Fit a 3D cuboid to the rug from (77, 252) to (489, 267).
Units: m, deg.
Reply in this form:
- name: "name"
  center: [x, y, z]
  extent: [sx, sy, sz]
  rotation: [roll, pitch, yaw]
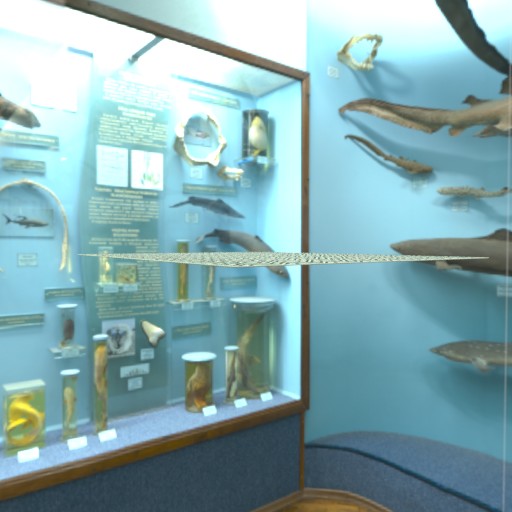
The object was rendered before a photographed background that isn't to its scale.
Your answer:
- name: "rug"
  center: [0.000, 0.000, 4.093]
  extent: [2.421, 0.008, 3.045]
  rotation: [-1, 2, -35]
